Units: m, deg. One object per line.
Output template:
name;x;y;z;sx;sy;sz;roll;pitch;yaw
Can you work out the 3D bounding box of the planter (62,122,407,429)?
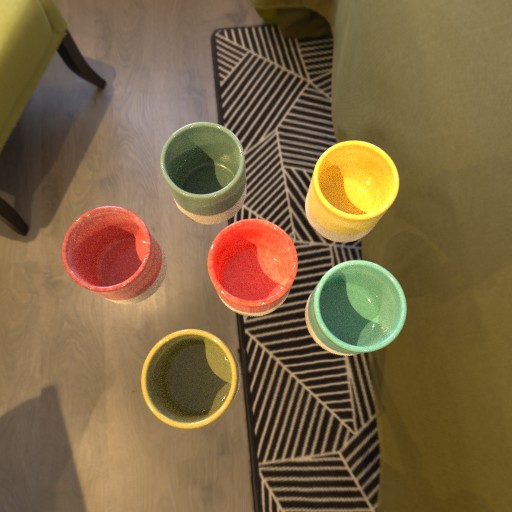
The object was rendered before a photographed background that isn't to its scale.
planter;0.000;0.000;0.406;0.286;0.075;0.257;-36;78;-9
